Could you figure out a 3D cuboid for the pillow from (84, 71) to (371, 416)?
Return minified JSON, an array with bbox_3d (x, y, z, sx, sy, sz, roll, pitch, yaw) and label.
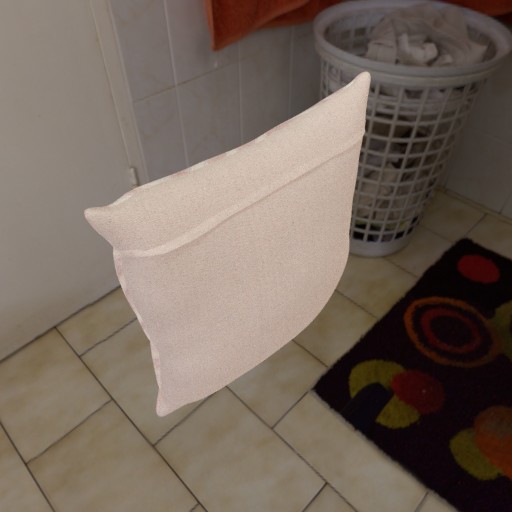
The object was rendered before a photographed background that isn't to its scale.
[{"bbox_3d":[0.000,0.000,0.667,0.440,0.441,0.182,-33,55,-28],"label":"pillow"}]
